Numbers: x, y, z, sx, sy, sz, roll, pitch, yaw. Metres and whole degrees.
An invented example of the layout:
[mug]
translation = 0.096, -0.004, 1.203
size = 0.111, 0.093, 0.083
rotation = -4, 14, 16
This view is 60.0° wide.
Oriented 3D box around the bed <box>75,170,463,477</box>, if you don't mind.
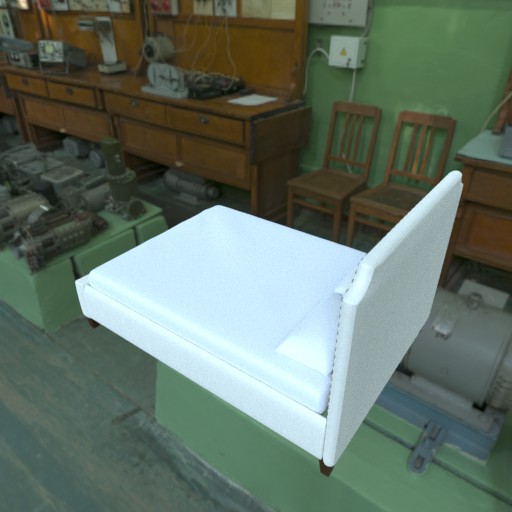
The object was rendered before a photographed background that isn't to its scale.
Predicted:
[bed]
translation = 0.000, 0.000, 3.369
size = 2.372, 1.443, 1.712
rotation = 21, 37, 30
